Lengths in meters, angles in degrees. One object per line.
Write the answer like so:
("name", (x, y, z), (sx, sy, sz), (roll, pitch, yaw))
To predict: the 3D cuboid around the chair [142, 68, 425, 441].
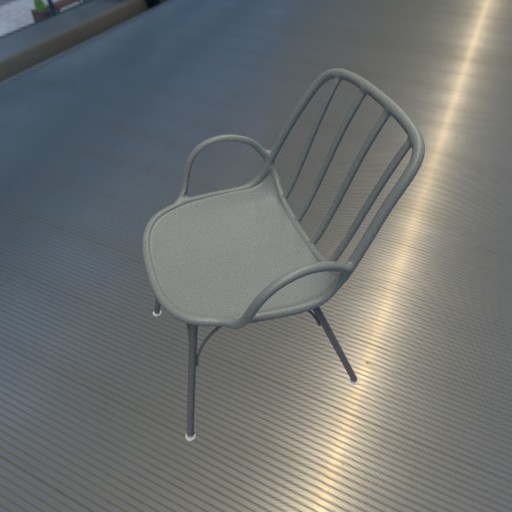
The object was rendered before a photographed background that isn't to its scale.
("chair", (0.000, 0.000, 1.182), (0.597, 0.816, 0.549), (-15, 48, -14))
